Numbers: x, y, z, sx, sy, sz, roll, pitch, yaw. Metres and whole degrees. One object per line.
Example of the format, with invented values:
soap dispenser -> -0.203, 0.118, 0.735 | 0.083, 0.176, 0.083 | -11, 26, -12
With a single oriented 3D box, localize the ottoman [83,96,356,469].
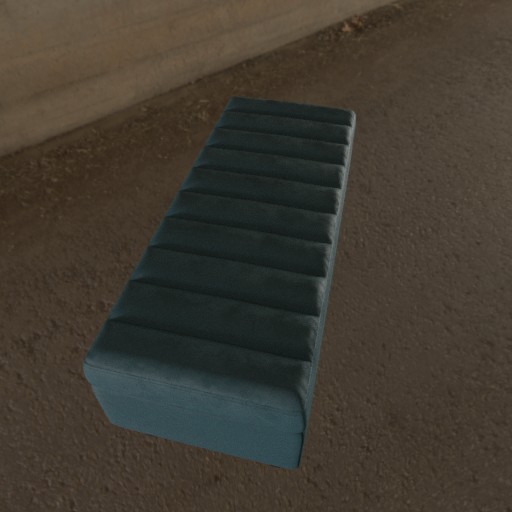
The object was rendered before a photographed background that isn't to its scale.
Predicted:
ottoman -> 0.000, 0.000, 1.387 | 0.482, 0.469, 1.151 | 10, 48, 9
